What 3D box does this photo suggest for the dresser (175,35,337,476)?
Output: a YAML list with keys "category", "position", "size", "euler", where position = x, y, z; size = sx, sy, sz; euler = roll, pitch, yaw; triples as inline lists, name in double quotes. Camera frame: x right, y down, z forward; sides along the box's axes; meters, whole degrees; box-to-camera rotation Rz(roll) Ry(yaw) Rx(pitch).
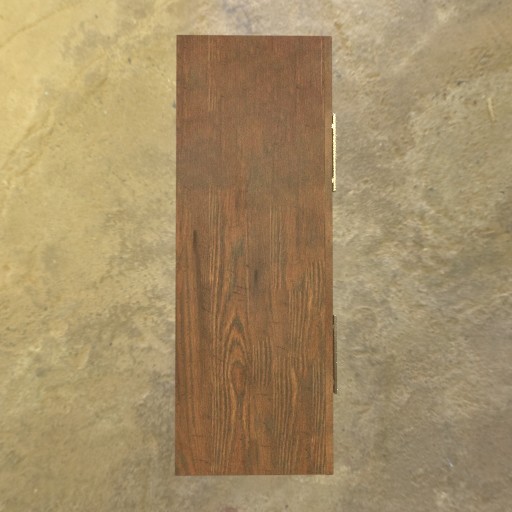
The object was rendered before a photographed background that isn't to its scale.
- category: "dresser"
  position: [0.000, 0.000, 2.188]
  size: [0.623, 1.061, 1.646]
  euler: [0, 89, -1]
